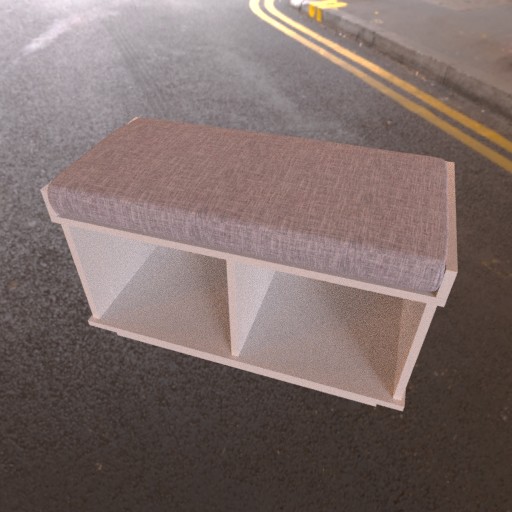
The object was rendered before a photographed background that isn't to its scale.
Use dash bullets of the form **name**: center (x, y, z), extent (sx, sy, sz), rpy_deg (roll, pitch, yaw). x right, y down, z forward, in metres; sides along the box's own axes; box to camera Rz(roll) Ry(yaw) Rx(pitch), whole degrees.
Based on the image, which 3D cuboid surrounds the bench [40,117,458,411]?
- **bench**: center (0.000, 0.000, 0.991), extent (0.734, 0.461, 0.362), rpy_deg (12, 42, 14)
